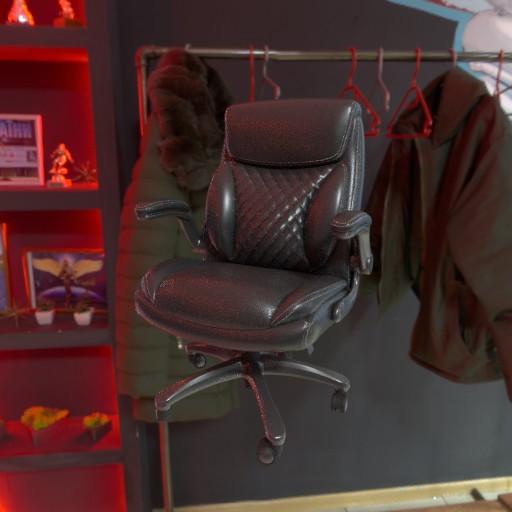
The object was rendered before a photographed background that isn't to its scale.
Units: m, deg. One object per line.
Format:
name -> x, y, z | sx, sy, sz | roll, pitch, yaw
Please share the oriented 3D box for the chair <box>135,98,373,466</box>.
chair -> 0.000, 0.000, 1.578 | 0.782, 1.110, 0.724 | 7, 16, 25
